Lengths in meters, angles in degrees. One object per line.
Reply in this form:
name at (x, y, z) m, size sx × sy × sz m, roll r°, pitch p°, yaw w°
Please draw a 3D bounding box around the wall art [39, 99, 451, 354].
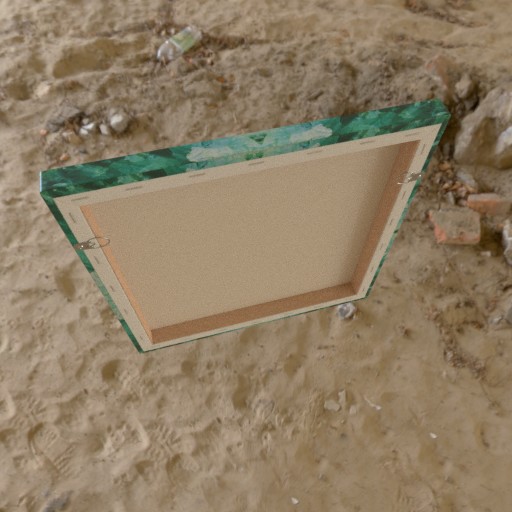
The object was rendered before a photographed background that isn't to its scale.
wall art at (0.000, 0.000, 0.747) m, size 0.507 × 0.508 × 0.038 m, roll -13°, pitch 58°, yaw -8°
